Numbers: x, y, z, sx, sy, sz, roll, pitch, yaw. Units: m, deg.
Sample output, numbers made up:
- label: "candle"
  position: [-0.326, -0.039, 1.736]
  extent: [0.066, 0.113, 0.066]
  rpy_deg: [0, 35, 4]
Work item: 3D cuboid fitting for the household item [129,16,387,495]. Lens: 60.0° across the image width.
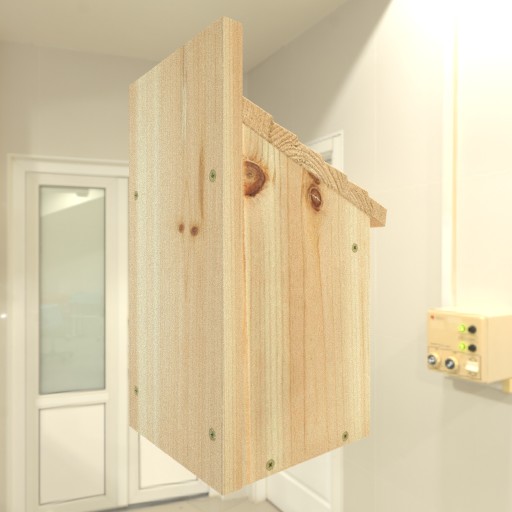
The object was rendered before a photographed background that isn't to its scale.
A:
- label: "household item"
  position: [0.000, 0.000, 0.386]
  extent: [0.171, 0.300, 0.149]
  rpy_deg: [0, 0, -39]
